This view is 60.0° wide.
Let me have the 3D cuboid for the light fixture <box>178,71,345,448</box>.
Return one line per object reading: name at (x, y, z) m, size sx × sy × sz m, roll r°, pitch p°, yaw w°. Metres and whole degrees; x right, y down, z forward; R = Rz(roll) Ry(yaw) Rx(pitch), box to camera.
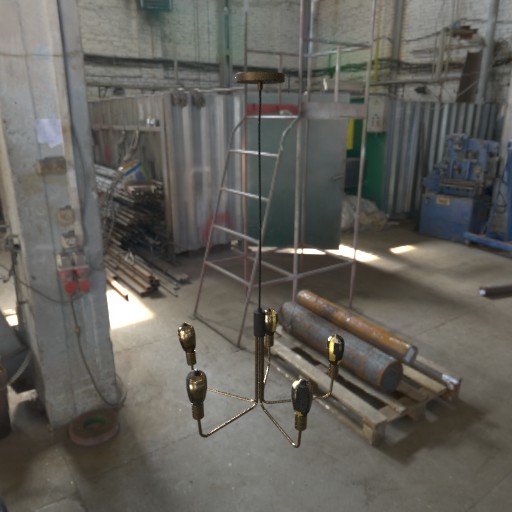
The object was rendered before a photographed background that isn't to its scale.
light fixture at (0.000, 0.000, 1.396) m, size 0.588 × 1.059 × 0.532 m, roll 3°, pitch 17°, yaw 9°
